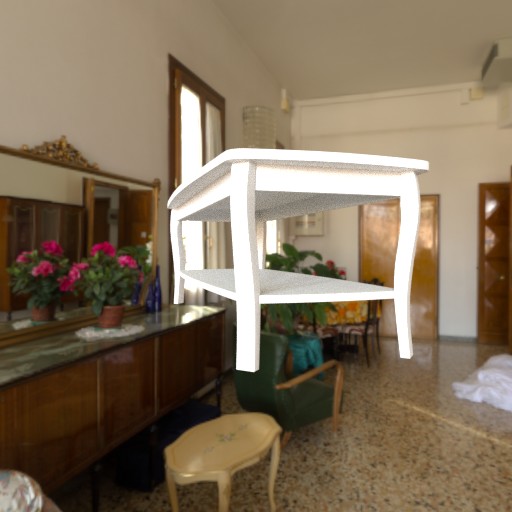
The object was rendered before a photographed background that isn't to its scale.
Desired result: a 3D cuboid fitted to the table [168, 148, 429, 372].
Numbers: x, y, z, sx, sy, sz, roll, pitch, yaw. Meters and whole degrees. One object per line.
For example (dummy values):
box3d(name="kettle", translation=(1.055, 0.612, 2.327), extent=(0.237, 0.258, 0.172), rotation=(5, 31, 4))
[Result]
box3d(name="table", translation=(0.000, 0.000, 1.608), extent=(0.561, 0.474, 1.334), rotation=(0, 1, -17))
